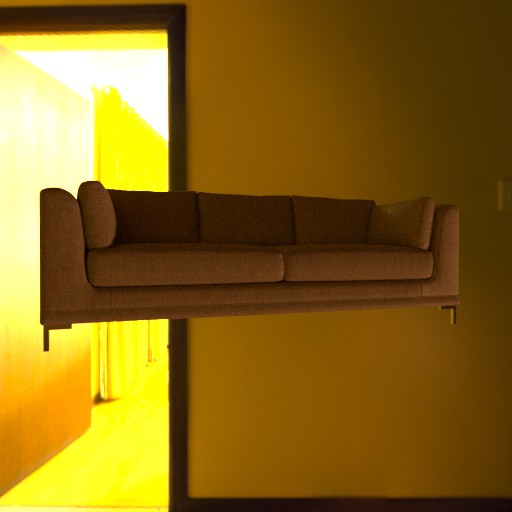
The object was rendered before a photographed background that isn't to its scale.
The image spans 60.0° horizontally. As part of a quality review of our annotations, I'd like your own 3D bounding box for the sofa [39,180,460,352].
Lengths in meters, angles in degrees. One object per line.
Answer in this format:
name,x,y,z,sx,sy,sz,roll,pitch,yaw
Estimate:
sofa,0.000,0.000,2.852,2.415,0.867,0.969,0,1,-19
